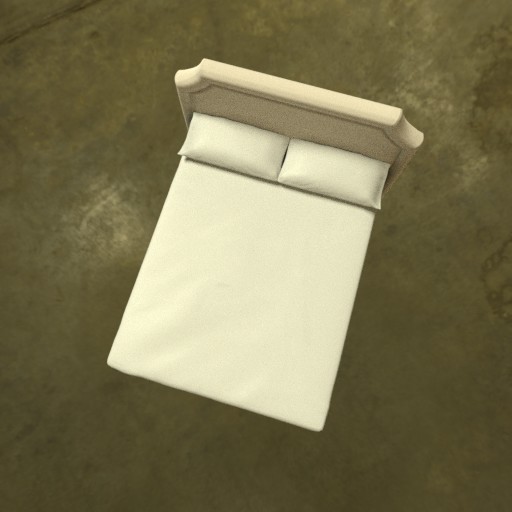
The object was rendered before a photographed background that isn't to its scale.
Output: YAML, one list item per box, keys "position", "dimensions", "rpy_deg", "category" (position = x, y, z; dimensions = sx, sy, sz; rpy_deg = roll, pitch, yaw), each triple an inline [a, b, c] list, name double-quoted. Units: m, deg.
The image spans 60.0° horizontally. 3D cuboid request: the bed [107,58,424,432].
- position: [0.000, 0.000, 3.307]
  dimensions: [1.828, 1.297, 2.164]
  rpy_deg: [16, 76, 4]
  category: "bed"
